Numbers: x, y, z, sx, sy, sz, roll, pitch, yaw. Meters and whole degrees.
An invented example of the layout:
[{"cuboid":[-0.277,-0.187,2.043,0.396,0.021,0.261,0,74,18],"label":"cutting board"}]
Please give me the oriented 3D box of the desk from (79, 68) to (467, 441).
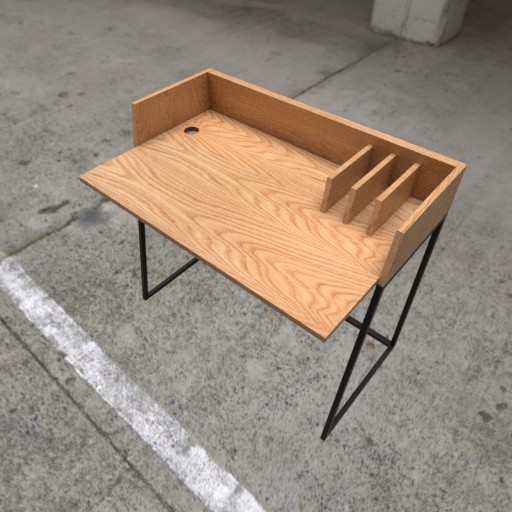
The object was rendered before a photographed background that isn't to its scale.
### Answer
[{"cuboid":[0.000,0.000,1.906,1.191,1.061,0.769,31,53,27],"label":"desk"}]
